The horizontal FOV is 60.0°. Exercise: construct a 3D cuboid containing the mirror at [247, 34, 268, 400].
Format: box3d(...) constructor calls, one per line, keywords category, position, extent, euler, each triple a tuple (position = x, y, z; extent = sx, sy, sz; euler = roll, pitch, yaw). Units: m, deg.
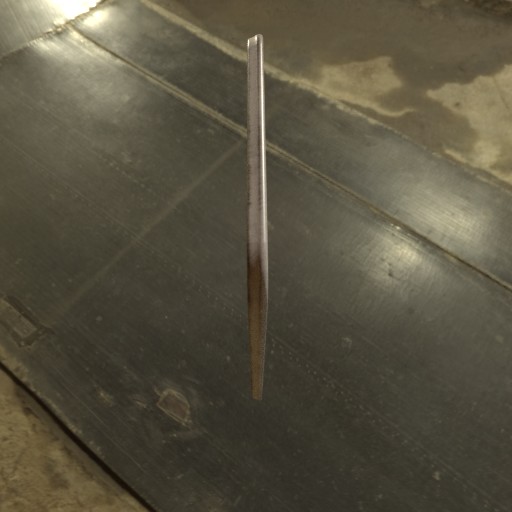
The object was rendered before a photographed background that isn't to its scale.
box3d(category="mirror", position=(0.000, 0.000, 0.893), extent=(0.024, 0.713, 0.461), euler=(0, 62, 0))
